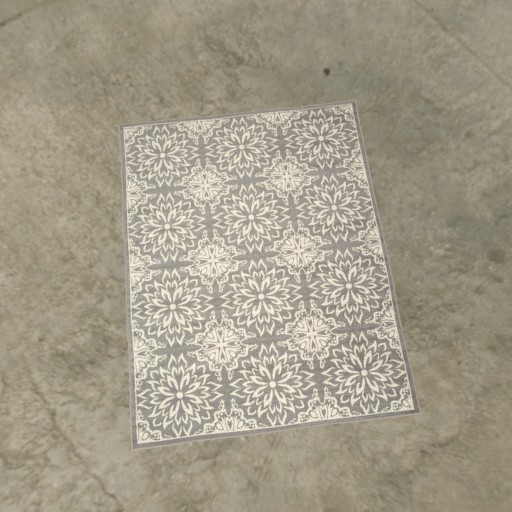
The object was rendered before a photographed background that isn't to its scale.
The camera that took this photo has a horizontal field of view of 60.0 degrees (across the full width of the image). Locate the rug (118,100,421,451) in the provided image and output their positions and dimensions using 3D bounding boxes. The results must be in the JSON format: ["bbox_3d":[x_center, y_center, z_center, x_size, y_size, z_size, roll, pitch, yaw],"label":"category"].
[{"bbox_3d":[0.000,0.000,3.983,2.363,0.012,2.980,-7,74,-2],"label":"rug"}]
